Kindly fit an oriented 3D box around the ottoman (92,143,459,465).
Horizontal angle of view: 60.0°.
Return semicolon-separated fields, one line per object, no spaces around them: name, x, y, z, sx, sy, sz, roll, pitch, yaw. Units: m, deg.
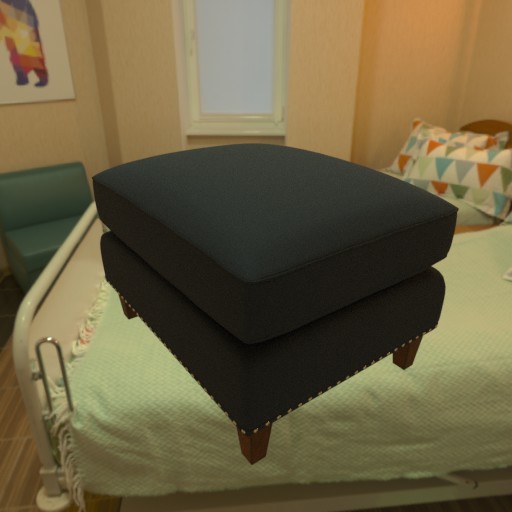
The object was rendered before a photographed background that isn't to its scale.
ottoman;0.000;0.000;1.143;0.584;0.513;0.741;-18;31;-32
